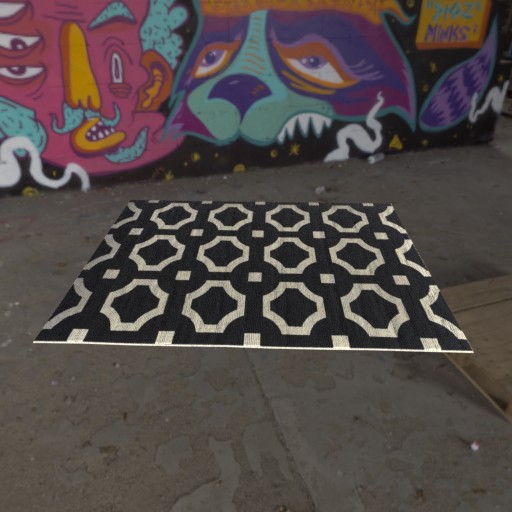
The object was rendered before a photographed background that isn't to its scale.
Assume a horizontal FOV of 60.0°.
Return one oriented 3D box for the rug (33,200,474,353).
[{"bbox_3d":[0.000,0.000,4.120,3.049,0.021,2.466,1,31,2],"label":"rug"}]
